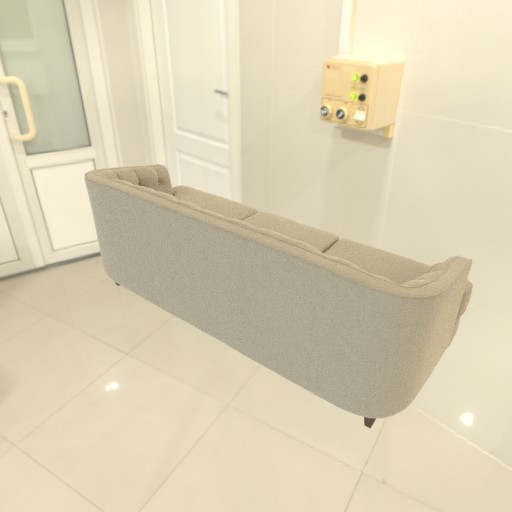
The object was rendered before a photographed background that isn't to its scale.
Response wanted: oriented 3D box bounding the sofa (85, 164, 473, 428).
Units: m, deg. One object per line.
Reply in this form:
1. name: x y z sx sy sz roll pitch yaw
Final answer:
1. sofa: 0.000 0.000 2.677 2.278 0.855 0.941 22 37 32
